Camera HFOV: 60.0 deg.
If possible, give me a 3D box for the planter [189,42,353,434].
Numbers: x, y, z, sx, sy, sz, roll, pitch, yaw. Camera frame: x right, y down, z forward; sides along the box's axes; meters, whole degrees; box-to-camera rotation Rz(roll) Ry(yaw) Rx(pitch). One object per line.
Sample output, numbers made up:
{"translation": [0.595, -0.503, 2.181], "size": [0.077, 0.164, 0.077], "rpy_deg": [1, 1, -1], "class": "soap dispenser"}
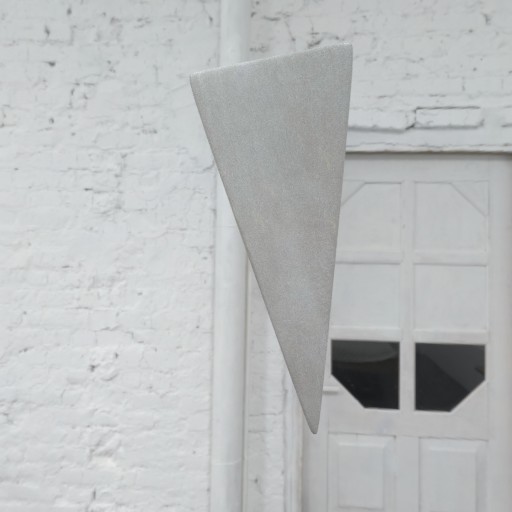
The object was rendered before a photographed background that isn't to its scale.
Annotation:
{"translation": [0.000, 0.000, 0.155], "size": [0.047, 0.130, 0.058], "rpy_deg": [0, 0, -18], "class": "planter"}
